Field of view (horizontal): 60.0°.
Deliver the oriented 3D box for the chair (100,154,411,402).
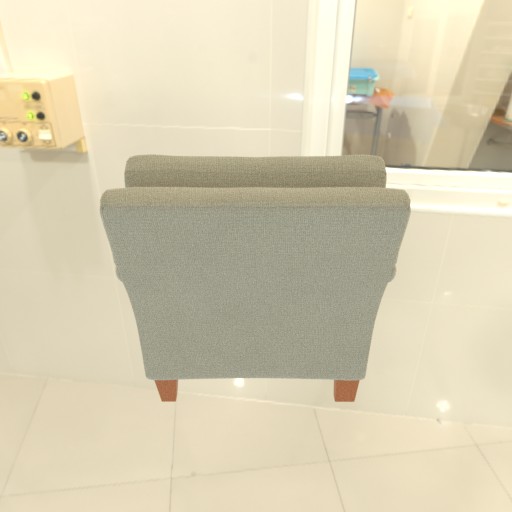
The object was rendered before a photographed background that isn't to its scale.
[{"bbox_3d":[0.000,0.000,1.907,0.955,1.038,1.070,0,29,0],"label":"chair"}]
